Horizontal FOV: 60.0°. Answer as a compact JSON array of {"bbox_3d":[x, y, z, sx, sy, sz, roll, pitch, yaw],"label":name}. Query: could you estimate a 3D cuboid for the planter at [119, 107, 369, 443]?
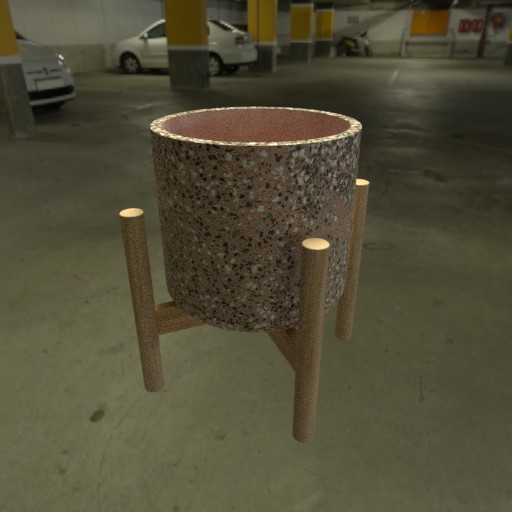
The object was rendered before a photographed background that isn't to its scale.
[{"bbox_3d":[0.000,0.000,0.546,0.284,0.320,0.284,0,27,0],"label":"planter"}]
